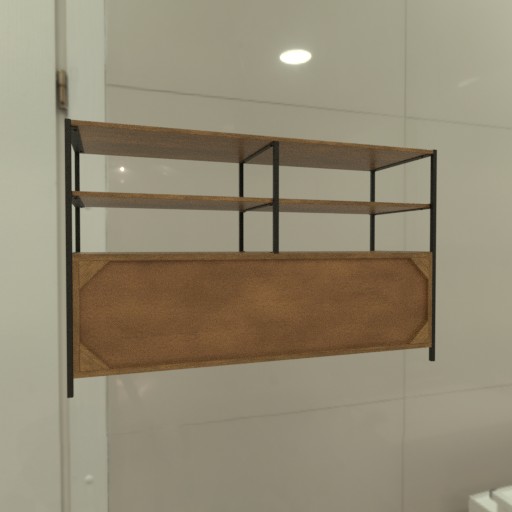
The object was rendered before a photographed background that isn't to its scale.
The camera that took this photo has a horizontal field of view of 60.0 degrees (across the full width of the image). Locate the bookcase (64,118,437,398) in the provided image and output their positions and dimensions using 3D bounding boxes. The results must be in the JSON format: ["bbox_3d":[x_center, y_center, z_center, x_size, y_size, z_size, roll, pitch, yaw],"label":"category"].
[{"bbox_3d":[0.000,0.000,1.492,1.149,0.712,0.391,0,1,-19],"label":"bookcase"}]
